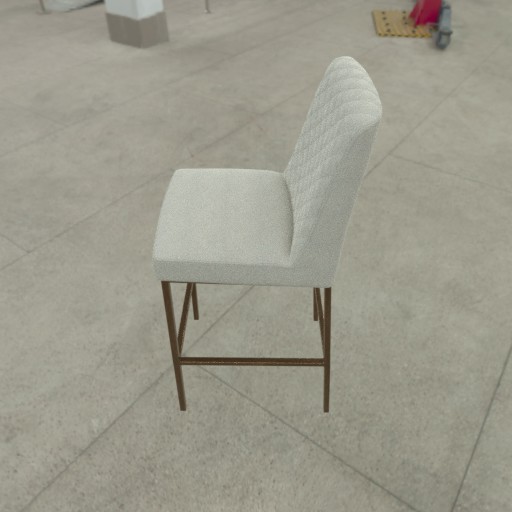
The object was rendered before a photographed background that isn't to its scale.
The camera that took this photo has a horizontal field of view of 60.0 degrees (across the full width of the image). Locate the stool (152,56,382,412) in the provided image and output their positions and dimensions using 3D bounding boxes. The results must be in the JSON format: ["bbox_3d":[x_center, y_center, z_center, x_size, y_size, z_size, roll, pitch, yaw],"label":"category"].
[{"bbox_3d":[0.000,0.000,1.375,0.546,1.084,0.462,0,42,1],"label":"stool"}]
